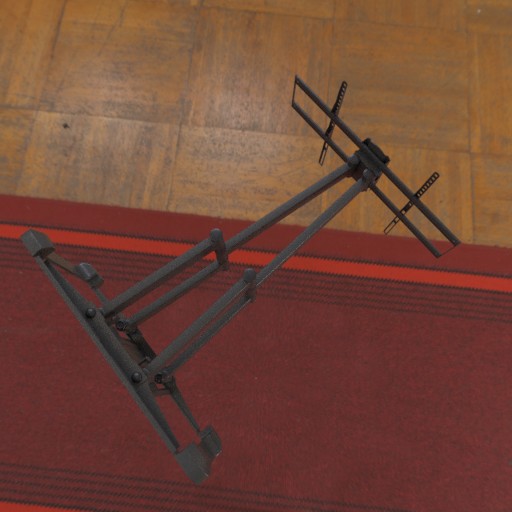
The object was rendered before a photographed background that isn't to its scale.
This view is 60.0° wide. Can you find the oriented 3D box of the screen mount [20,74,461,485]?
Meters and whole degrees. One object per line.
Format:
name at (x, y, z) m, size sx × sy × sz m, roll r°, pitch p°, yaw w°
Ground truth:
screen mount at (0.000, 0.000, 1.297) m, size 0.905 × 0.483 × 0.725 m, roll -38°, pitch 78°, yaw -10°
